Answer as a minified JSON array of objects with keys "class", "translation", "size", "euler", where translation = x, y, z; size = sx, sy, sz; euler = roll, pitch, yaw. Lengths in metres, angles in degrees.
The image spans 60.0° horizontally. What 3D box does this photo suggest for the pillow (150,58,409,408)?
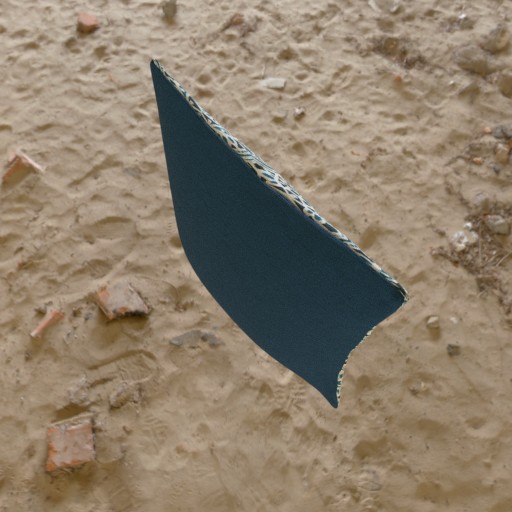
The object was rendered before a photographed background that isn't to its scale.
[{"class":"pillow","translation":[0.000,0.000,0.658],"size":[0.145,0.420,0.440],"euler":[-34,64,-19]}]
